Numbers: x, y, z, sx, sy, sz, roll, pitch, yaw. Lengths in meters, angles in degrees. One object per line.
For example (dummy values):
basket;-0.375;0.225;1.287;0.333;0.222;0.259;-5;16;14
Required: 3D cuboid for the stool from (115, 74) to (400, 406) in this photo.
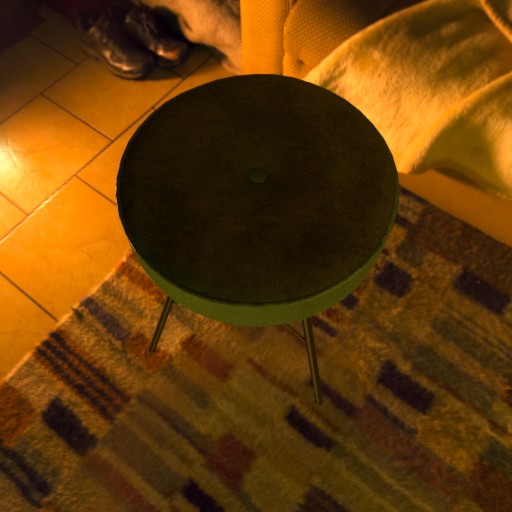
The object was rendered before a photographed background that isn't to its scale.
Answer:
stool;0.000;0.000;0.919;0.457;0.595;0.430;15;65;7
